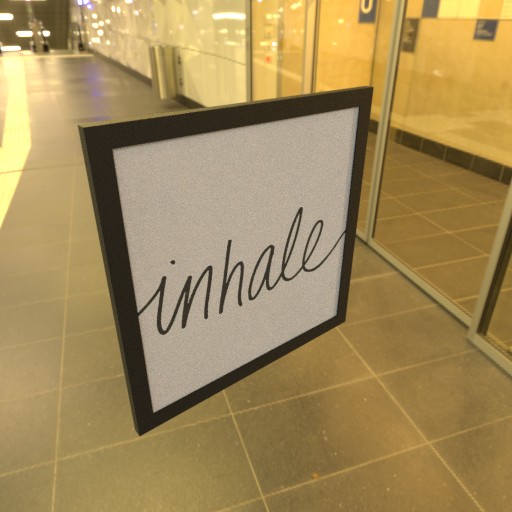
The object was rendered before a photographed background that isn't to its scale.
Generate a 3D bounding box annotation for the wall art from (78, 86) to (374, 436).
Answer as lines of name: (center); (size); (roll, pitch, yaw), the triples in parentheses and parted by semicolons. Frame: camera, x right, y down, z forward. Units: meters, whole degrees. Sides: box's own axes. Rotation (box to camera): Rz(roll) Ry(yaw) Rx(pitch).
wall art: (0.000, 0.000, 0.534); (0.356, 0.356, 0.013); (-21, 35, -33)
